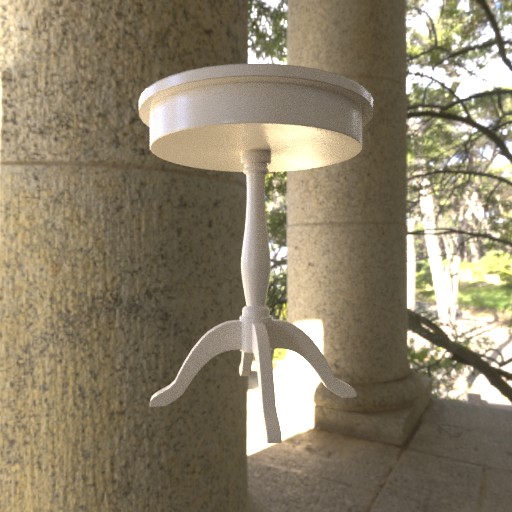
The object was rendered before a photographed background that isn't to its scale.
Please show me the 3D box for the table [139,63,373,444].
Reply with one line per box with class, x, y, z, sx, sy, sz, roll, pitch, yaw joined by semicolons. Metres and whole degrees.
table;0.000;0.000;1.004;0.513;0.653;0.513;0;0;0
